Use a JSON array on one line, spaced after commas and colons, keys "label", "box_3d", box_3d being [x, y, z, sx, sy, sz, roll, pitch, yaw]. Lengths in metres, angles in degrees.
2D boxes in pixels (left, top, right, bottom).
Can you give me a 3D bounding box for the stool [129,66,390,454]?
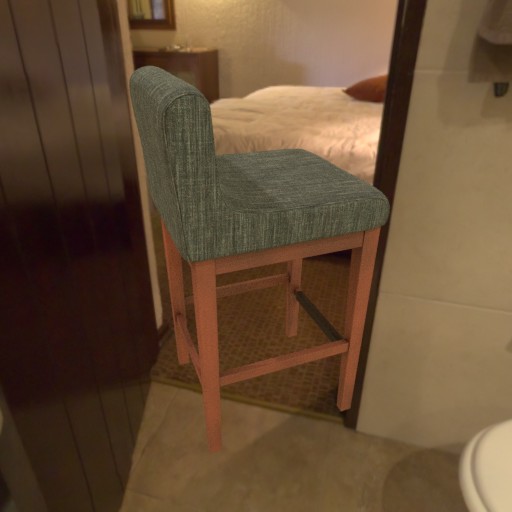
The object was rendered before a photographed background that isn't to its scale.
[{"label": "stool", "box_3d": [0.000, 0.000, 1.070, 0.459, 0.835, 0.395, -11, 30, -18]}]
